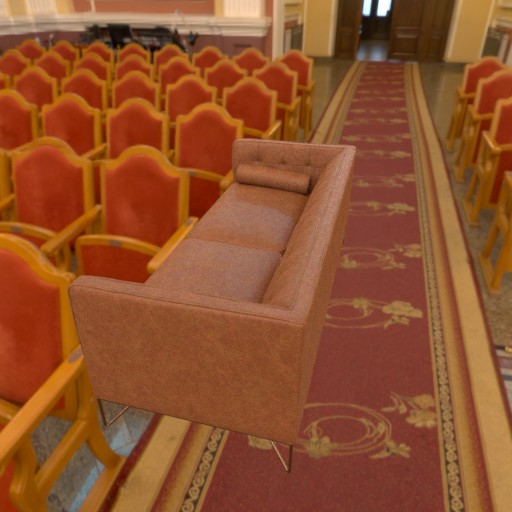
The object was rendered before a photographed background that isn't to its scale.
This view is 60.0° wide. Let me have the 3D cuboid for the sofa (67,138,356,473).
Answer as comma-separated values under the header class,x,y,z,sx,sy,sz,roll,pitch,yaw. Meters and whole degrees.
class,x,y,z,sx,sy,sz,roll,pitch,yaw
sofa,0.000,0.000,2.572,0.912,0.798,2.079,8,31,13
